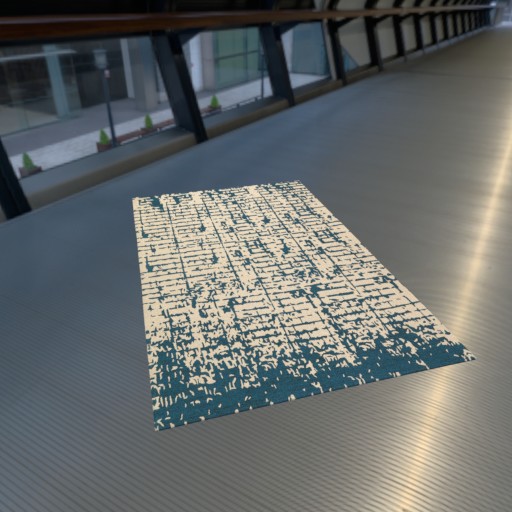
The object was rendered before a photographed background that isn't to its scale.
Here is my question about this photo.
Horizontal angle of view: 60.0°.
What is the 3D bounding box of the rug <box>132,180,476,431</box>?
[{"bbox_3d":[0.000,0.000,2.955,1.517,0.011,2.435,-8,32,-13],"label":"rug"}]
